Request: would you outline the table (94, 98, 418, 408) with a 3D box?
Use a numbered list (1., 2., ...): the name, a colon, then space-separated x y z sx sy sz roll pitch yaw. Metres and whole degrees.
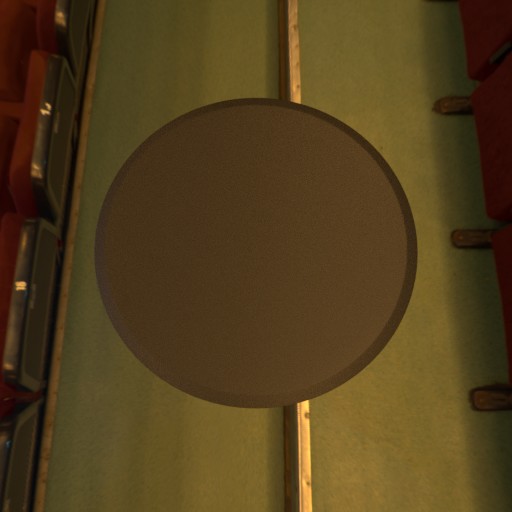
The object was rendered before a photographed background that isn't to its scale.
1. table: 0.000 0.000 1.422 0.900 0.400 0.900 0 75 0
